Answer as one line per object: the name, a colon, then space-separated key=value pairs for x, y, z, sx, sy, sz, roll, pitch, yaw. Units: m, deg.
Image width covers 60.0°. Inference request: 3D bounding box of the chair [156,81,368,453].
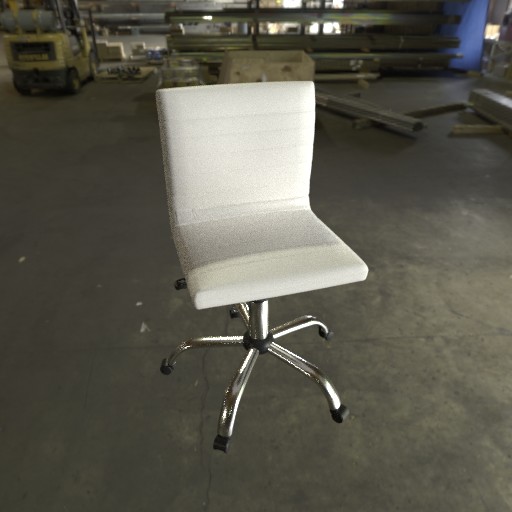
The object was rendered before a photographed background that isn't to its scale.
chair: x=0.000 y=0.000 z=1.129 sx=0.556 sy=0.780 sz=0.530 roll=-9 pitch=32 yaw=-14
